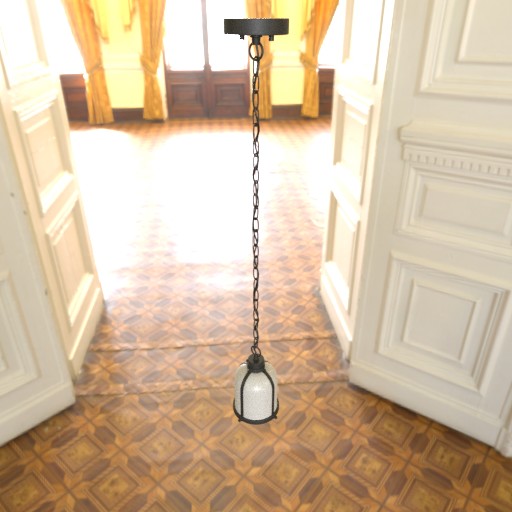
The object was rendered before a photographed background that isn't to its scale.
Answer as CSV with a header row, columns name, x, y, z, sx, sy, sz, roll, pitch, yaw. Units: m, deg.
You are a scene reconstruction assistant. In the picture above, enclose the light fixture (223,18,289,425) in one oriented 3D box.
name,x,y,z,sx,sy,sz,roll,pitch,yaw
light fixture,0.000,0.000,1.250,0.178,1.181,0.178,21,35,34
